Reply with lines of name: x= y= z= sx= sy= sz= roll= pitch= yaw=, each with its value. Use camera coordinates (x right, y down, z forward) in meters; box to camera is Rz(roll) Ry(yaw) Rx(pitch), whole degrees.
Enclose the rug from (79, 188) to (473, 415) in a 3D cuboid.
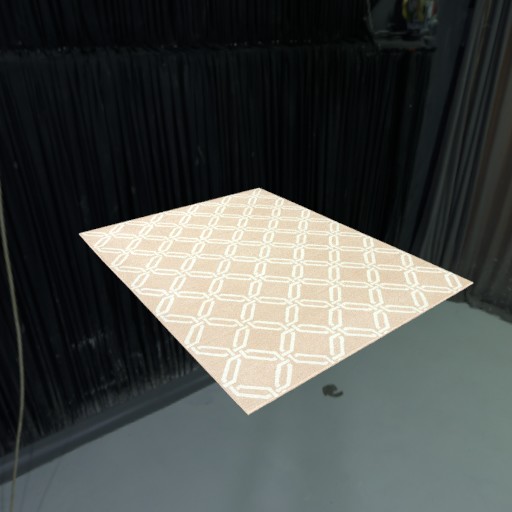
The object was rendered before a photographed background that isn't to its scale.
rug: x=0.000 y=0.000 z=4.048 sx=2.288 sy=0.018 sz=2.895 roll=-19 pitch=34 yaw=-32
